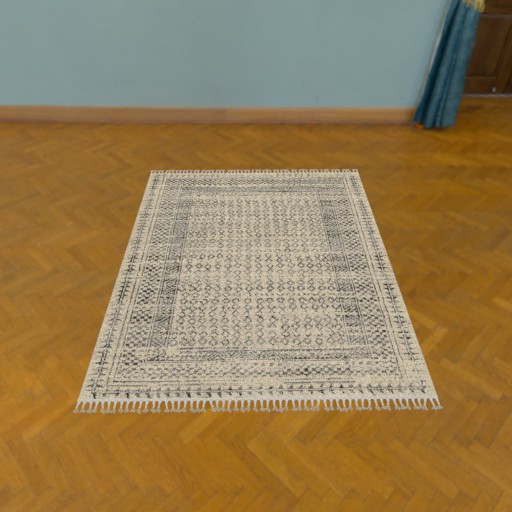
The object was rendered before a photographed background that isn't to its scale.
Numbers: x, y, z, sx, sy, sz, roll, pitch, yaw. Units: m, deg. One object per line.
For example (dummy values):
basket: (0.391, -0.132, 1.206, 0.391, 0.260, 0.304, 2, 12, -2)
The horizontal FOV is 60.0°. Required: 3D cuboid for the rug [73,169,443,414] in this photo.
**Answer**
rug: (0.000, 0.000, 3.846, 2.312, 0.013, 2.940, 0, 41, 0)
